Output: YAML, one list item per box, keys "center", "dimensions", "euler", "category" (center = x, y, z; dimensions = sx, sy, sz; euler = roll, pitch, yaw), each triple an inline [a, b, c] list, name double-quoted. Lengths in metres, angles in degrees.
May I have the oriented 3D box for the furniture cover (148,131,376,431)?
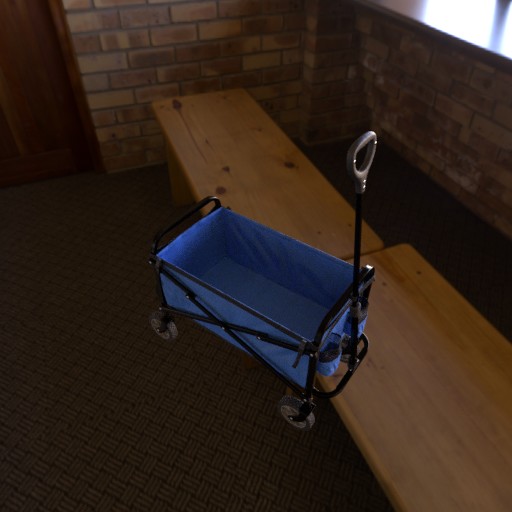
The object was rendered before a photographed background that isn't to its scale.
- center: [0.000, 0.000, 1.836]
  dimensions: [1.038, 1.295, 0.532]
  euler: [26, 48, 26]
  category: "furniture cover"
